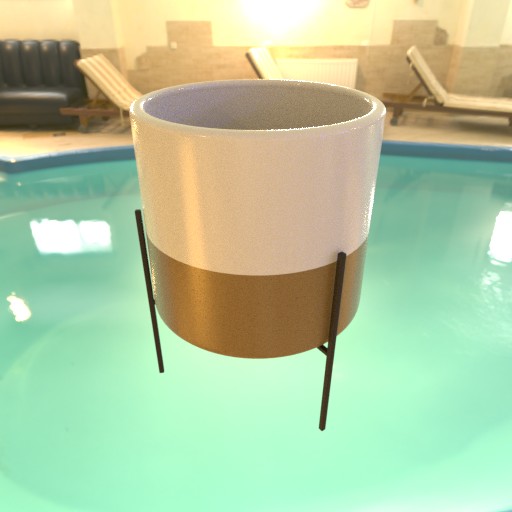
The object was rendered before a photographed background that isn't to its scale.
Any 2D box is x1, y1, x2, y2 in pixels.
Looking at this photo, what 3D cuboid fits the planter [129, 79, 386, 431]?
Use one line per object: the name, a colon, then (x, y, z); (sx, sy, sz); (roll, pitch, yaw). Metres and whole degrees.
planter: (0.000, 0.000, 0.637); (0.310, 0.432, 0.310); (-11, 33, -18)
